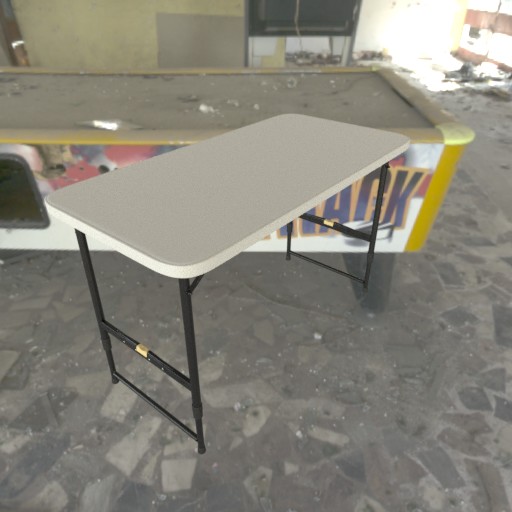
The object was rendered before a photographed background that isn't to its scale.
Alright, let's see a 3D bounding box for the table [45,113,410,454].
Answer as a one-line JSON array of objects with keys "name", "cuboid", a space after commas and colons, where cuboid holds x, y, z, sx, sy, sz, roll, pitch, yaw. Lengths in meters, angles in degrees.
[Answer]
[{"name": "table", "cuboid": [0.000, 0.000, 1.664, 0.610, 0.737, 1.219, 23, 39, 32]}]
